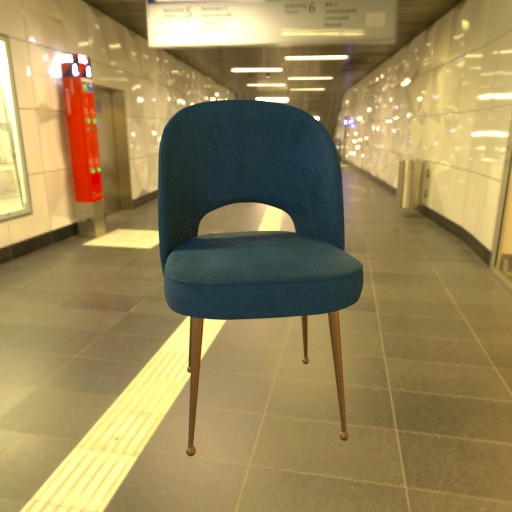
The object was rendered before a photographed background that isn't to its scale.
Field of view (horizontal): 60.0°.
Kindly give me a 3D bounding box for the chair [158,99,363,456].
[{"bbox_3d":[0.000,0.000,1.236,0.527,0.860,0.577,-2,16,-8],"label":"chair"}]
